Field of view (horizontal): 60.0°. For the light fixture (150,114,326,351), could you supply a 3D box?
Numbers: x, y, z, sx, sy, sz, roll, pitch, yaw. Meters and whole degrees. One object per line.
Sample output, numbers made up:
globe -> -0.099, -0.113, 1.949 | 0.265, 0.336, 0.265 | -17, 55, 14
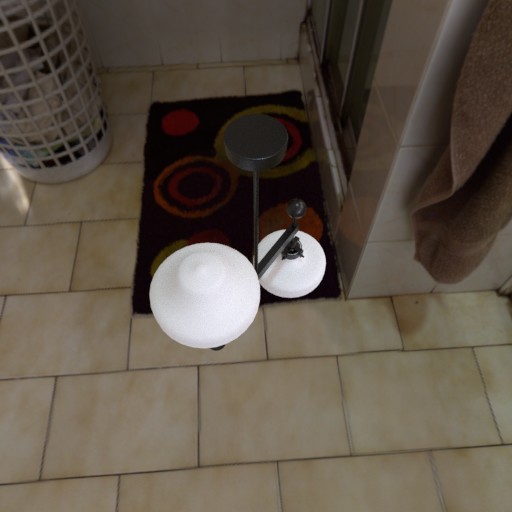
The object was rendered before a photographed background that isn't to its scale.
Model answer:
light fixture -> 0.000, 0.000, 1.024 | 0.422, 0.743, 0.489 | -1, 59, -1
